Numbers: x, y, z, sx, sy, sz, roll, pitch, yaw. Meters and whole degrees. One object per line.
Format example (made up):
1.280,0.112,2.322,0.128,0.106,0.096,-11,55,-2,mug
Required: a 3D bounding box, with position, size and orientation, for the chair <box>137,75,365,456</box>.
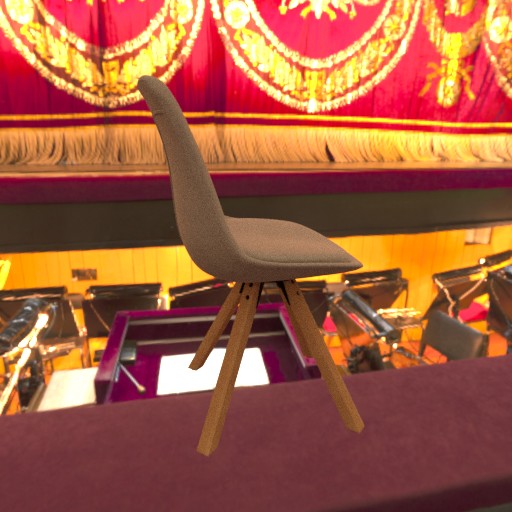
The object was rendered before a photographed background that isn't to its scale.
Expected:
0.000,0.000,1.176,0.549,0.863,0.474,-3,17,-11,chair
